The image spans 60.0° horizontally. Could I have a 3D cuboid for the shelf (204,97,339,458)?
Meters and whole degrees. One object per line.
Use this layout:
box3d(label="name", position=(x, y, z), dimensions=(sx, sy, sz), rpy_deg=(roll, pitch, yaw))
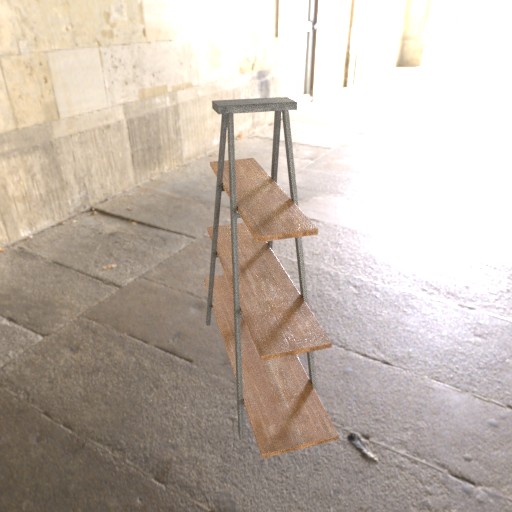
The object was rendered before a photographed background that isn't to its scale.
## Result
box3d(label="shelf", position=(0.000, 0.000, 2.706), dimensions=(0.508, 1.808, 1.746), rpy_deg=(-8, 30, -14))
